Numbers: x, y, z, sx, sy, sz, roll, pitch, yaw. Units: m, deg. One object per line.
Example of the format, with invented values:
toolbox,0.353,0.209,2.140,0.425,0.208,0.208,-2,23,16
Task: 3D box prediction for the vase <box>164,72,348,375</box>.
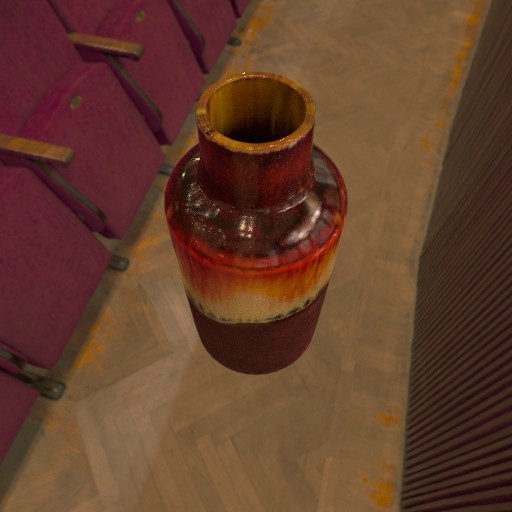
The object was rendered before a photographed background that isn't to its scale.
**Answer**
vase,0.000,0.000,0.321,0.111,0.261,0.111,0,57,0
